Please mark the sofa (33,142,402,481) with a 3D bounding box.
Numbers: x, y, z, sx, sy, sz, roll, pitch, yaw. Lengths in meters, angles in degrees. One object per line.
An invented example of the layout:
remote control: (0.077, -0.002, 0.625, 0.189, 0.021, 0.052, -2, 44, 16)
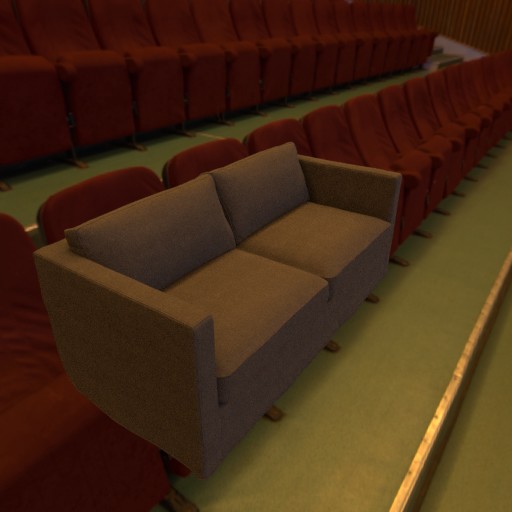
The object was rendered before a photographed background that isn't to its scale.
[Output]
sofa: (0.000, 0.000, 2.449, 0.953, 0.855, 1.982, 18, 33, 31)
